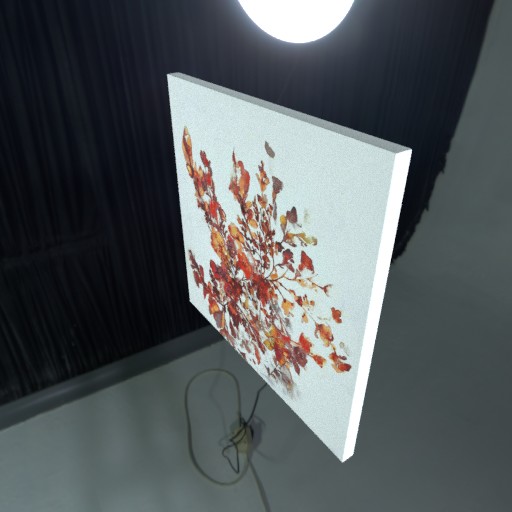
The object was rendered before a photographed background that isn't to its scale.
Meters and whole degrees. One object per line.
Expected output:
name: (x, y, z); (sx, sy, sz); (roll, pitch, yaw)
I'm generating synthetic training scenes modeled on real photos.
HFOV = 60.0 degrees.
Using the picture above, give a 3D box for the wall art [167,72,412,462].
wall art: (0.000, 0.000, 1.488); (0.049, 1.009, 1.009); (-21, 38, -29)
